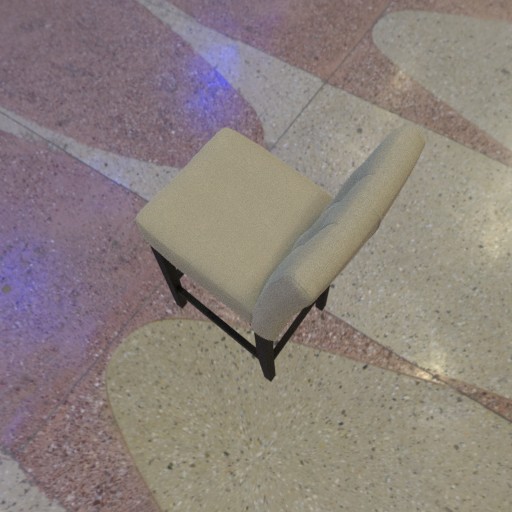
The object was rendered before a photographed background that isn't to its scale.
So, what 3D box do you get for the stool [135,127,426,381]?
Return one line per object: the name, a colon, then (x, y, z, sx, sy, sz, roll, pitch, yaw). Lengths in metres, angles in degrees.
stool: (0.000, 0.000, 1.291, 0.548, 1.047, 0.411, 34, 70, 14)
